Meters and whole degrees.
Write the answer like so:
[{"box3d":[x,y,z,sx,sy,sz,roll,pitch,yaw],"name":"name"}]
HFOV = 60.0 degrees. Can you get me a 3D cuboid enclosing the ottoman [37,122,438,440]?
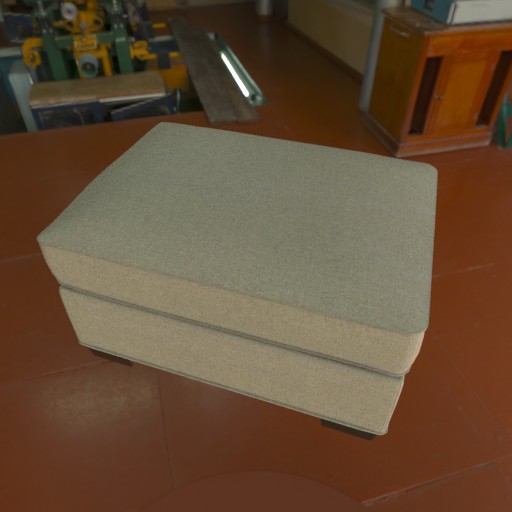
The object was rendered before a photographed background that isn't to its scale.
[{"box3d":[0.000,0.000,1.215,0.843,0.504,0.619,13,44,14],"name":"ottoman"}]
